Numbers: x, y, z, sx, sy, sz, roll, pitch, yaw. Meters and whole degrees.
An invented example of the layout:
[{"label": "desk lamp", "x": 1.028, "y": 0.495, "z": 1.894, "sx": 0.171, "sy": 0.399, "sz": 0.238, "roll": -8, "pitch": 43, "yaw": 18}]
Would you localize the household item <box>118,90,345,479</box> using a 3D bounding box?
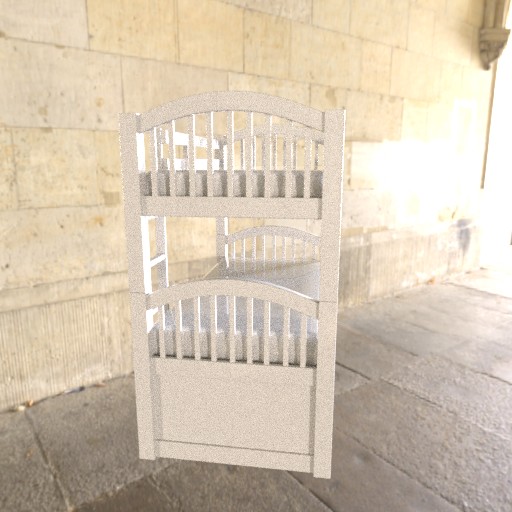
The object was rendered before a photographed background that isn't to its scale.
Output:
[{"label": "household item", "x": 0.000, "y": 0.000, "z": 3.284, "sx": 1.143, "sy": 2.032, "sz": 2.032, "roll": 2, "pitch": 12, "yaw": 9}]
